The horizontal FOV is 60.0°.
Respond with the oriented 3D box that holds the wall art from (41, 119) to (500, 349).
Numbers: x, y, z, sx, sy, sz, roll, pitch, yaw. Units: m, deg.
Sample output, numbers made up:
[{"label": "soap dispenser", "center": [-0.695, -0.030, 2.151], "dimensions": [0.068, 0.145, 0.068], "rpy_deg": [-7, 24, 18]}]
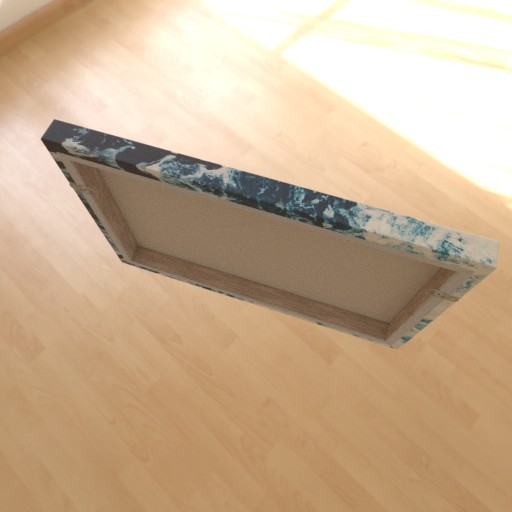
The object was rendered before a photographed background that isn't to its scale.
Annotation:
[{"label": "wall art", "center": [0.000, 0.000, 0.751], "dimensions": [0.609, 0.407, 0.043], "rpy_deg": [17, 66, 8]}]
